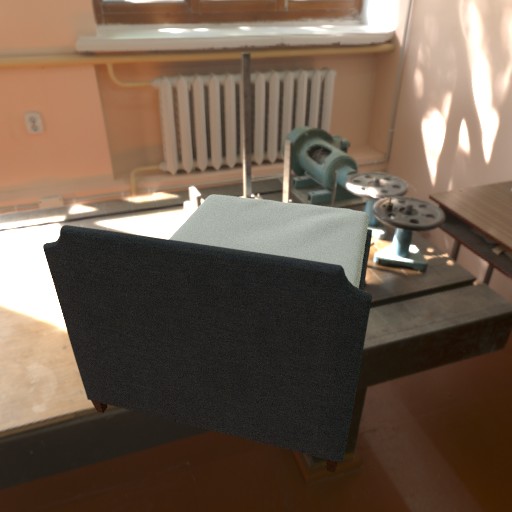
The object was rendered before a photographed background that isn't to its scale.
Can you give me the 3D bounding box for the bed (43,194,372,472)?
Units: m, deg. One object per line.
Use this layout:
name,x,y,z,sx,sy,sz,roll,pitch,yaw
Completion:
bed,0.000,0.000,3.396,1.713,1.443,2.372,8,32,14
